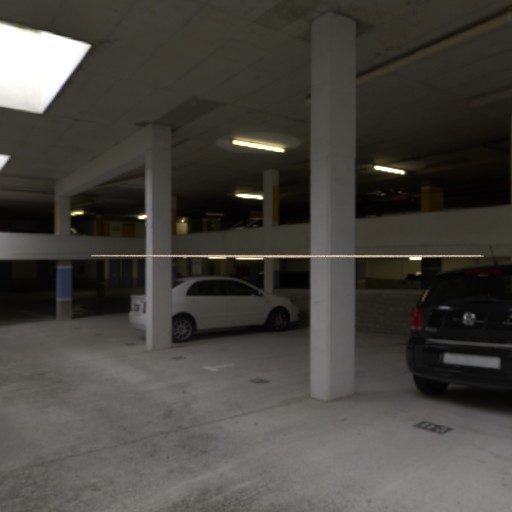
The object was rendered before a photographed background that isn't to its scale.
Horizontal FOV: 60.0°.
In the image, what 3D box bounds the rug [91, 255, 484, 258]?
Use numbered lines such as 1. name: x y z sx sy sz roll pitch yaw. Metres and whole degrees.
1. rug: 0.000 0.000 2.954 1.522 0.008 2.284 0 0 -36
